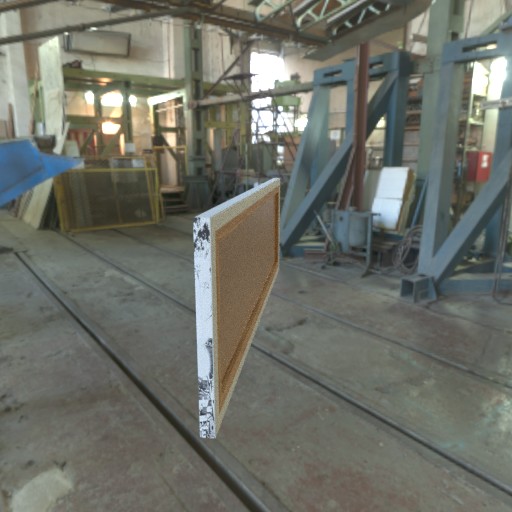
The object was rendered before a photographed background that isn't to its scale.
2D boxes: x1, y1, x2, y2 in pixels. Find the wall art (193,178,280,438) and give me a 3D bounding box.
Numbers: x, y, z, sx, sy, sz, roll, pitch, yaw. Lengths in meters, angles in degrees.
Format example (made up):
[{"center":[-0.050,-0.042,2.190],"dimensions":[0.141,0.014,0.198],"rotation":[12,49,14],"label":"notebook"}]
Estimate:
[{"center":[0.000,0.000,1.690],"dimensions":[0.039,0.507,1.520],"rotation":[2,13,8],"label":"wall art"}]
